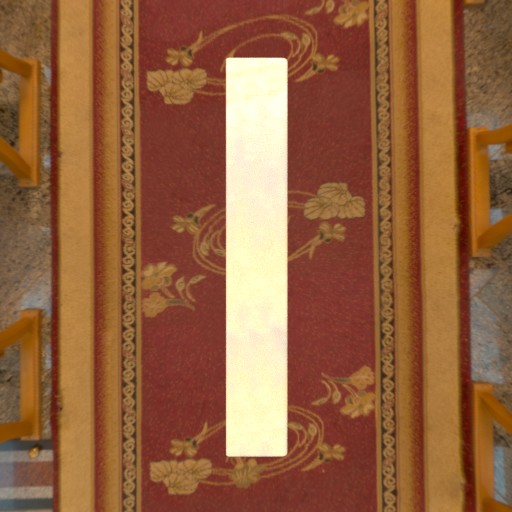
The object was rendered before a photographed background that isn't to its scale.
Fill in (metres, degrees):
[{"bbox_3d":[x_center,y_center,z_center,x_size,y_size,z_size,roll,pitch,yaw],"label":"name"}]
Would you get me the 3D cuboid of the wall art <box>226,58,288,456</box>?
[{"bbox_3d":[0.000,0.000,0.468,0.039,0.380,0.251,0,90,0],"label":"wall art"}]
